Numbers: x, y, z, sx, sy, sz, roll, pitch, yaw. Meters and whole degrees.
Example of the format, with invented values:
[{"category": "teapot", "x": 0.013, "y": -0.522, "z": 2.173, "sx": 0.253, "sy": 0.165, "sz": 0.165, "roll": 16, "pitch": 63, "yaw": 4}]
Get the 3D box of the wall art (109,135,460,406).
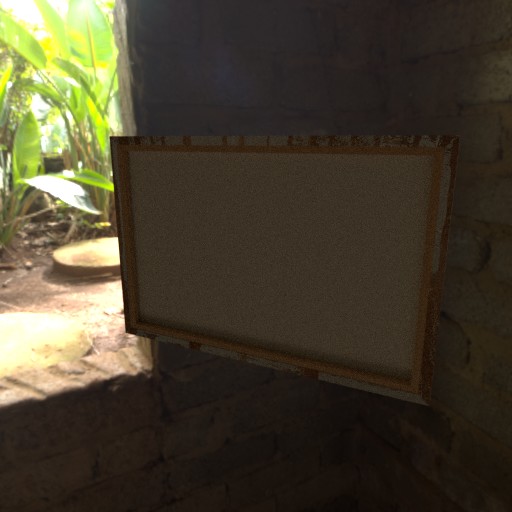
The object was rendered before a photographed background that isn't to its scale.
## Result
[{"category": "wall art", "x": 0.000, "y": 0.000, "z": 1.163, "sx": 0.914, "sy": 0.609, "sz": 0.035, "roll": 7, "pitch": 16, "yaw": 25}]
